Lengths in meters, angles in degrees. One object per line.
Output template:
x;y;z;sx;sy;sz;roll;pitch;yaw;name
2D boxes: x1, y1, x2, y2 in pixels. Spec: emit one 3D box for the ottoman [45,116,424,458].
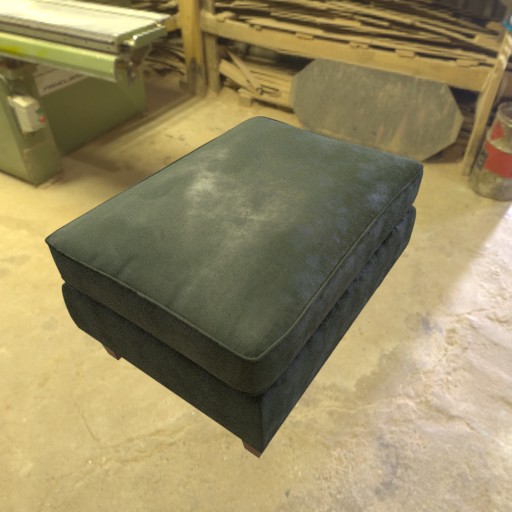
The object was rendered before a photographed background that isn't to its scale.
0.000;0.000;1.261;0.632;0.495;0.864;24;46;26;ottoman
